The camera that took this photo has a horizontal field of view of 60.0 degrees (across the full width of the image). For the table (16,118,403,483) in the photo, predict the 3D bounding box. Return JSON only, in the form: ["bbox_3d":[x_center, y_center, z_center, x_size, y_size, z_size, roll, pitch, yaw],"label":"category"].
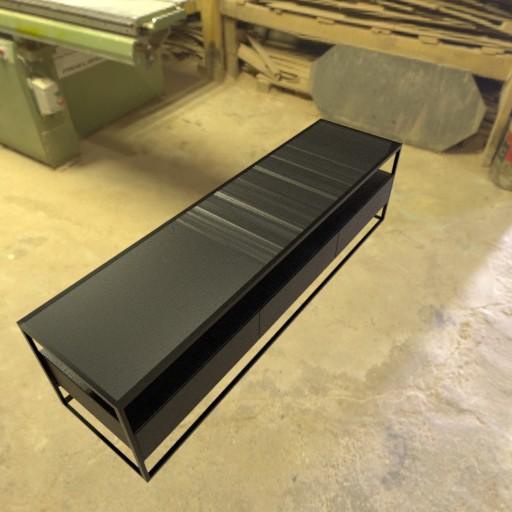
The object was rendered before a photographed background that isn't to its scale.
[{"bbox_3d":[0.000,0.000,1.606,0.399,0.395,1.486,27,48,27],"label":"table"}]
